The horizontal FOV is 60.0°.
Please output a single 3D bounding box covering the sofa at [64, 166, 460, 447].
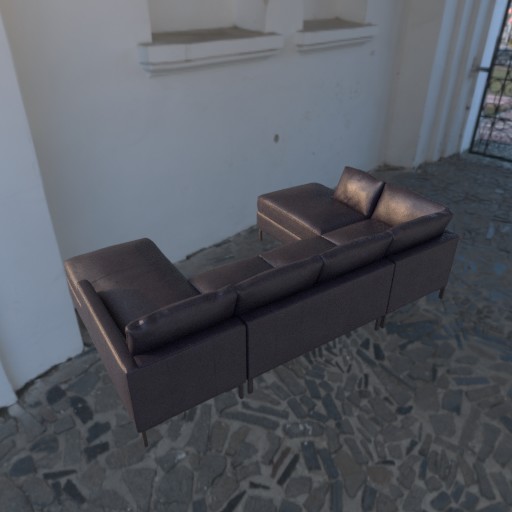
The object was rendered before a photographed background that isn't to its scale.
[{"bbox_3d":[0.000,0.000,3.868,2.956,0.900,1.939,-18,35,-28],"label":"sofa"}]
